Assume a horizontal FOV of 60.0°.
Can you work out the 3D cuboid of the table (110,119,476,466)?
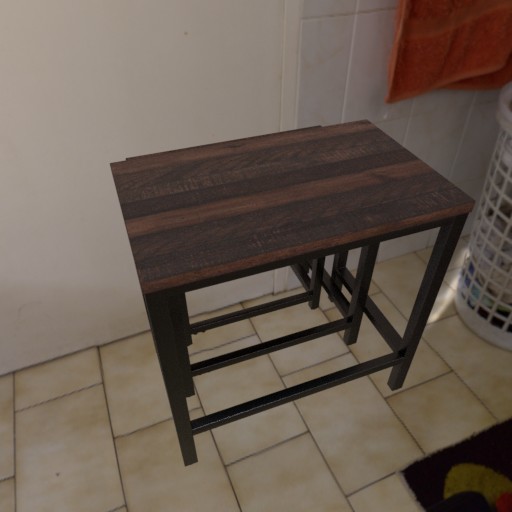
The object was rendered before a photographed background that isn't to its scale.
[{"bbox_3d":[0.000,0.000,1.159,0.608,0.616,0.660,-14,43,-15],"label":"table"}]
